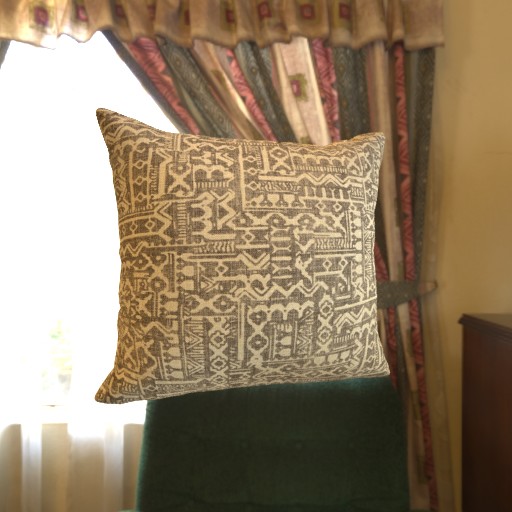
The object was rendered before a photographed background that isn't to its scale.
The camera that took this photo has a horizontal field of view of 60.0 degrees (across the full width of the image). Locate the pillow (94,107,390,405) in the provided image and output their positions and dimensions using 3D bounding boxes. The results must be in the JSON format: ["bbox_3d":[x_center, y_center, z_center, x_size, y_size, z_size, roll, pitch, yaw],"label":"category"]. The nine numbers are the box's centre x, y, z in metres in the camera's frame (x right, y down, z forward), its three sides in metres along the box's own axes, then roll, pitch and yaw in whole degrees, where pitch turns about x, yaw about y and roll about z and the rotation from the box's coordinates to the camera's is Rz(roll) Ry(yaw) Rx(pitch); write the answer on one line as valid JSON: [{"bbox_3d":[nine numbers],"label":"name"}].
[{"bbox_3d":[0.000,0.000,0.795,0.546,0.487,0.180,0,0,-17],"label":"pillow"}]
